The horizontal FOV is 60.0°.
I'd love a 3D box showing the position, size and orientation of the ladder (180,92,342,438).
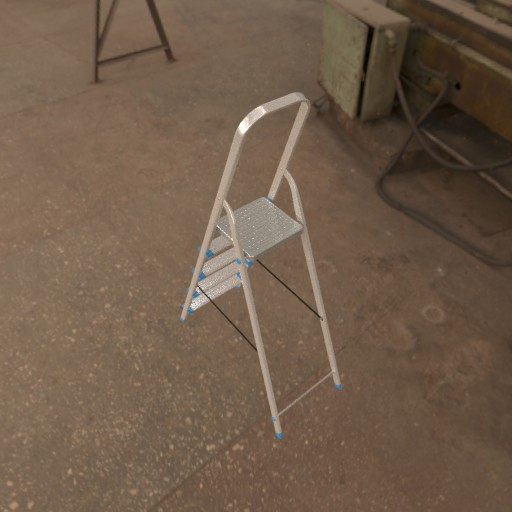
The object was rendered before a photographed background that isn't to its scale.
[{"bbox_3d":[0.000,0.000,2.094,0.468,1.648,0.990,-30,53,-26],"label":"ladder"}]
